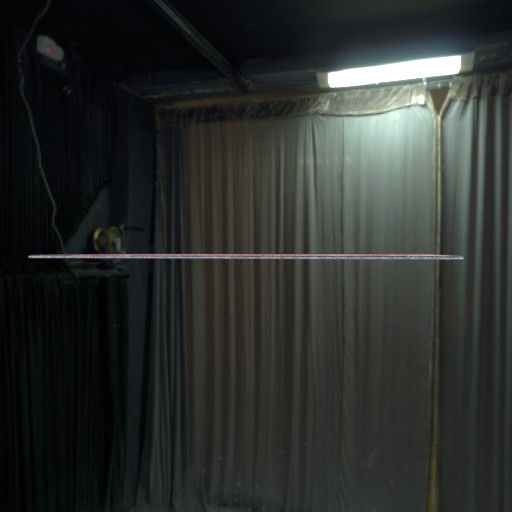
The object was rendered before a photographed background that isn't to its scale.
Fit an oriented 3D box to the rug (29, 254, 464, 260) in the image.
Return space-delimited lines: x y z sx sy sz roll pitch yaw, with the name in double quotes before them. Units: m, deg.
"rug" 0.000 0.000 3.084 2.449 0.018 1.539 0 0 17
